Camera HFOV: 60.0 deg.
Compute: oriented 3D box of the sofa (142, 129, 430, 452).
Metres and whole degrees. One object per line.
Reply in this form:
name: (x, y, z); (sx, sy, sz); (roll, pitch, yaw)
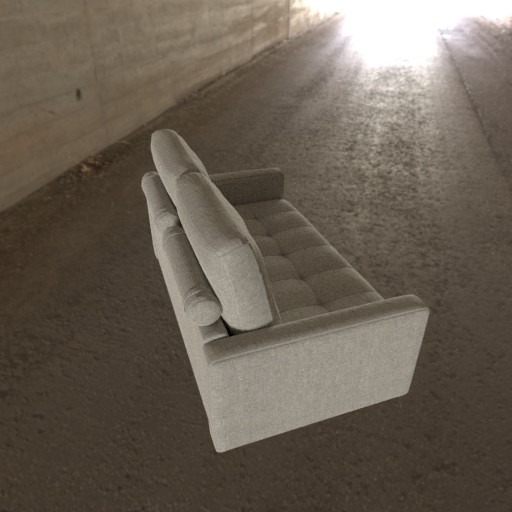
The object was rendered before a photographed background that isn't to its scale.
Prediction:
sofa: (0.000, 0.000, 2.014); (0.842, 0.907, 1.407); (-11, 34, -16)
